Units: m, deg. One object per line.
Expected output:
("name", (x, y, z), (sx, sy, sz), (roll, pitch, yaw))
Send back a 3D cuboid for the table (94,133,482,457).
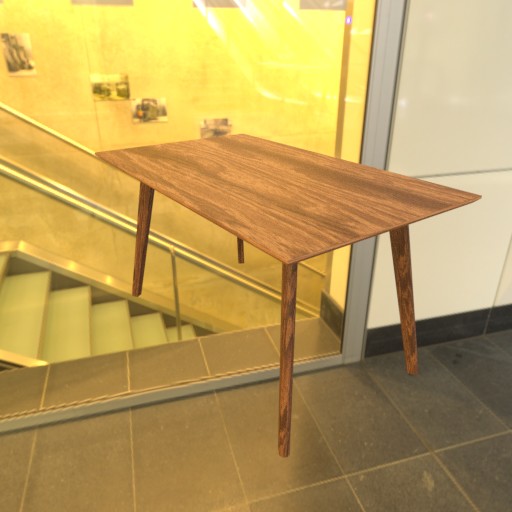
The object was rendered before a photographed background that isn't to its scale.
("table", (0.000, 0.000, 1.847), (0.801, 0.724, 1.349), (-17, 30, -32))
